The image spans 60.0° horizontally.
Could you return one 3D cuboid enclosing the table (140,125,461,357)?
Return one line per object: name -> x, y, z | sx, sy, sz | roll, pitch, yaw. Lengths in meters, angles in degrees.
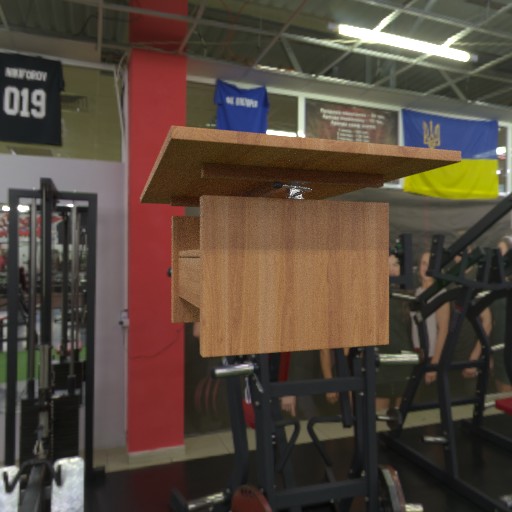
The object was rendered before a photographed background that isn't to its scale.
table -> 0.000, 0.000, 1.497 | 0.700, 0.510, 1.100 | 0, 0, -18
